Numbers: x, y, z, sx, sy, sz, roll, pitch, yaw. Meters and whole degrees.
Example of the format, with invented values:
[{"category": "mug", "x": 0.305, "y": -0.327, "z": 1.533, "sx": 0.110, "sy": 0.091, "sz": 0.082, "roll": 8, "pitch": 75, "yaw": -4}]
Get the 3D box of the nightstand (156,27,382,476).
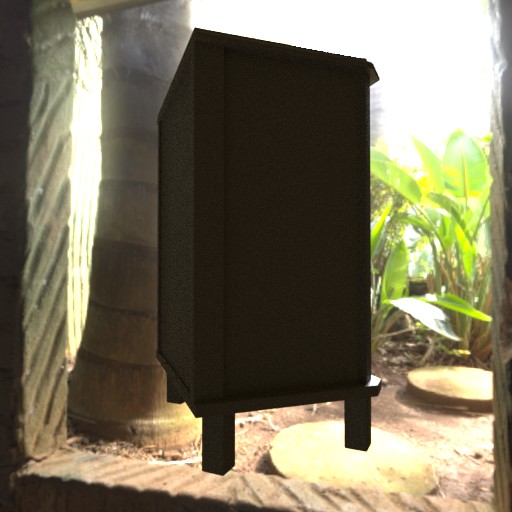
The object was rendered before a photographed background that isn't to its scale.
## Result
[{"category": "nightstand", "x": 0.000, "y": 0.000, "z": 0.920, "sx": 0.350, "sy": 0.680, "sz": 0.450, "roll": 0, "pitch": -1, "yaw": -20}]
